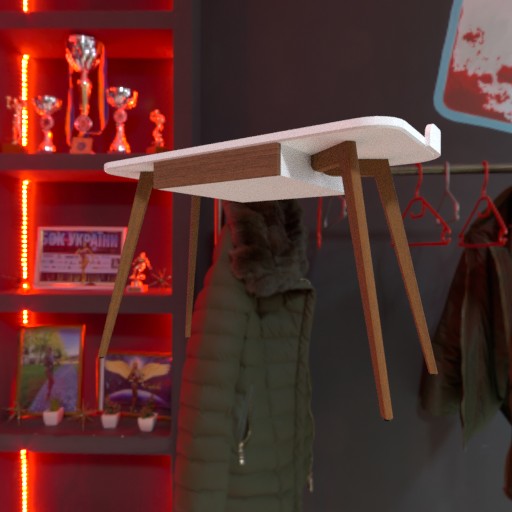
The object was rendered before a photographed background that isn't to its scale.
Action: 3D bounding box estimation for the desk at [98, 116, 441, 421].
[{"bbox_3d":[0.000,0.000,1.627,1.206,0.807,0.534,0,1,34],"label":"desk"}]
